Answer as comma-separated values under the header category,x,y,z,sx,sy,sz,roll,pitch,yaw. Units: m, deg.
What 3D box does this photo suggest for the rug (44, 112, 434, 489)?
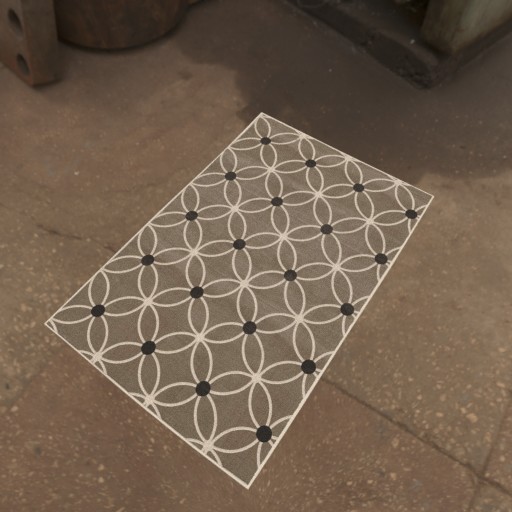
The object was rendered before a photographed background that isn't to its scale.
category,x,y,z,sx,sy,sz,roll,pitch,yaw
rug,0.000,0.000,2.909,1.522,0.008,2.284,31,64,17
